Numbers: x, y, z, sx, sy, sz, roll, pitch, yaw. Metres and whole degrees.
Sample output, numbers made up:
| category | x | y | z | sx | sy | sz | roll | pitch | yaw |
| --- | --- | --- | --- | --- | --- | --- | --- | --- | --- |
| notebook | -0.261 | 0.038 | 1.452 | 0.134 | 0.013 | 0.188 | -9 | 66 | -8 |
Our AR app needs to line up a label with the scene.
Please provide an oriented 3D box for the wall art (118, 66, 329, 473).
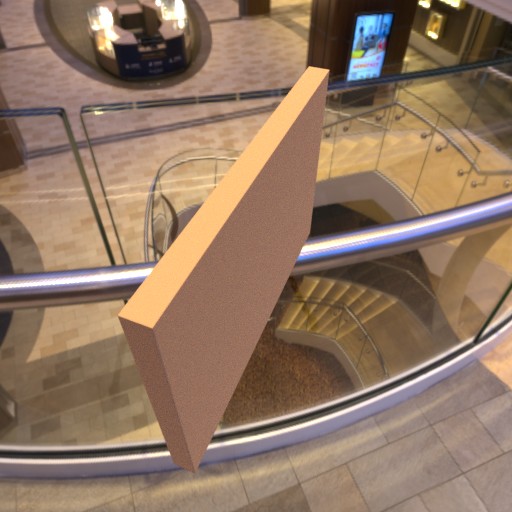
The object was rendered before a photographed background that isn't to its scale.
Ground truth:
| category | x | y | z | sx | sy | sz | roll | pitch | yaw |
| --- | --- | --- | --- | --- | --- | --- | --- | --- | --- |
| wall art | 0.000 | 0.000 | 0.766 | 0.039 | 0.407 | 0.609 | 17 | 49 | 15 |
